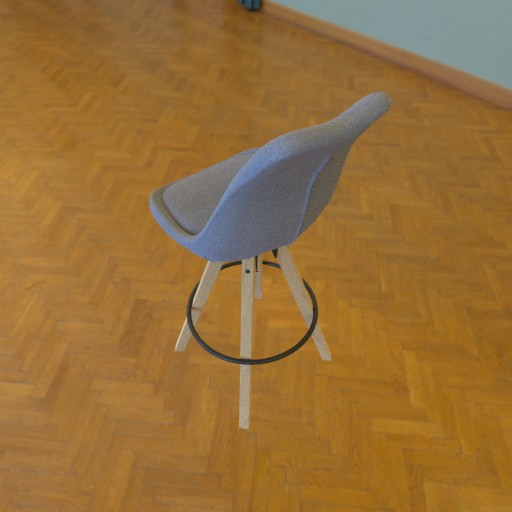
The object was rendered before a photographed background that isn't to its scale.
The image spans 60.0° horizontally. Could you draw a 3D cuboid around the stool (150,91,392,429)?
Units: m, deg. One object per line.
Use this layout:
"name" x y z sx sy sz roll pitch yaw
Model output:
"stool" 0.000 0.000 1.334 0.485 1.115 0.550 -31 53 -27
